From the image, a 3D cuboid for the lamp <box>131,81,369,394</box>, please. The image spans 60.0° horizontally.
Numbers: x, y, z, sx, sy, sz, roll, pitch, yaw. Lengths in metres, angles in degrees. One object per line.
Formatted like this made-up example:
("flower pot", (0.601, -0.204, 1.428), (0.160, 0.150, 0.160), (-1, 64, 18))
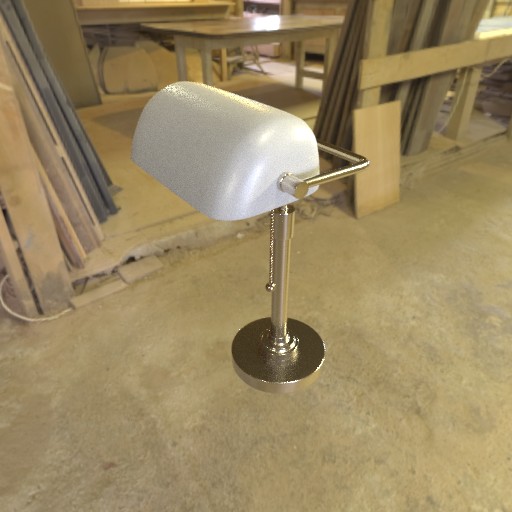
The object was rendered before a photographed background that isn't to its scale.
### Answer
("lamp", (0.000, 0.000, 0.562), (0.227, 0.404, 0.269), (-21, 38, -29))
